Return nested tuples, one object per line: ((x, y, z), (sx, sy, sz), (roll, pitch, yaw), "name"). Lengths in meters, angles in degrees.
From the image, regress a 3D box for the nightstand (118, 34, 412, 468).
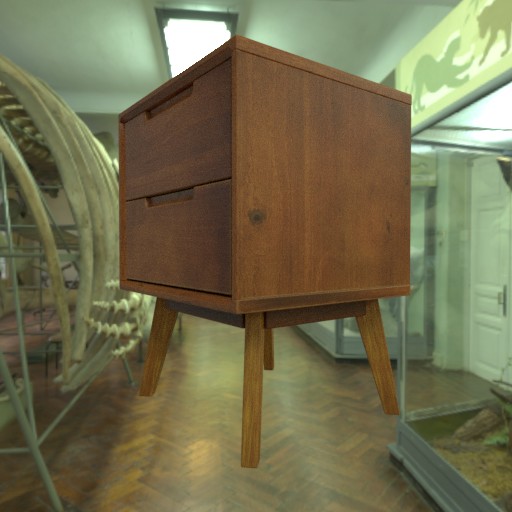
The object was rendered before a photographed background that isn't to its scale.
((0.000, 0.000, 0.916), (0.411, 0.618, 0.460), (-1, 2, -37), "nightstand")
